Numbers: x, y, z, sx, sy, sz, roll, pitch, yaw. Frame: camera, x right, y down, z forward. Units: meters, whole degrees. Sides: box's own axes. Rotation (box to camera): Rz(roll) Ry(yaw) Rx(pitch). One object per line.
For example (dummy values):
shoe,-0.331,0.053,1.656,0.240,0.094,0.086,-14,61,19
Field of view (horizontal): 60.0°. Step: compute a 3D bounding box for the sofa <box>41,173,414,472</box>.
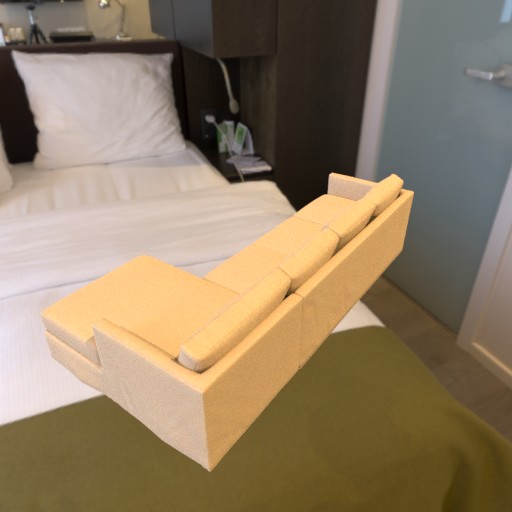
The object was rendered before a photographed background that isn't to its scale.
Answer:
sofa,0.000,0.000,3.875,1.622,0.871,3.206,21,37,30
